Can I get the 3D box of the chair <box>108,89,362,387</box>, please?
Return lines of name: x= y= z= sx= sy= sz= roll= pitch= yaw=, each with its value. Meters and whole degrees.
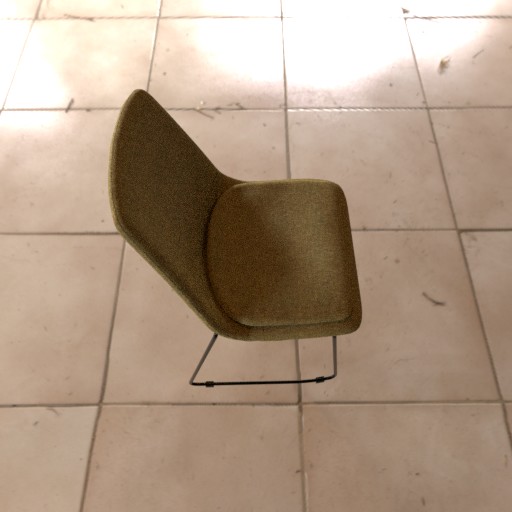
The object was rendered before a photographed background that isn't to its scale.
chair: x=0.000 y=0.000 z=1.123 sx=0.496 sy=0.849 sz=0.479 roll=-1 pitch=63 yaw=-1
